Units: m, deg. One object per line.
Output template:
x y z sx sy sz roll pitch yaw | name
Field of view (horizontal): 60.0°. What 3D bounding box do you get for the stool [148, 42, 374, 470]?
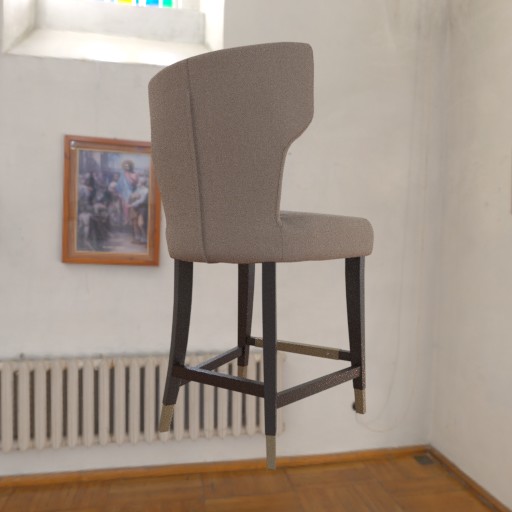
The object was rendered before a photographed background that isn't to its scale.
0.000 0.000 1.292 0.527 0.982 0.563 1 2 34 | stool
